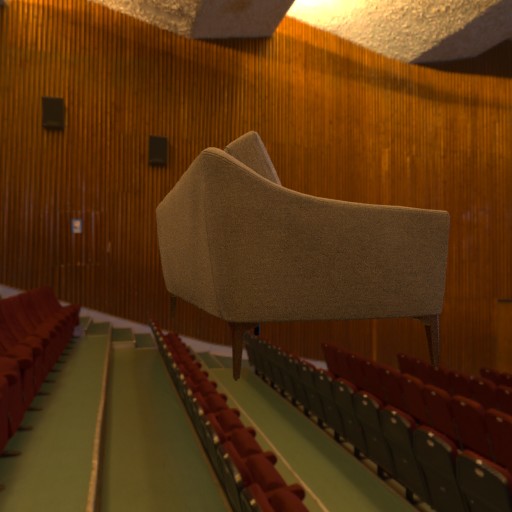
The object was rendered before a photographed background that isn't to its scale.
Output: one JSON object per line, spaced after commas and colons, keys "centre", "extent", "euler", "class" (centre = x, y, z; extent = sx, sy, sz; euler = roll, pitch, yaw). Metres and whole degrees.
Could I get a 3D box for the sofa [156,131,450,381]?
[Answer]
{"centre": [0.000, 0.000, 2.556], "extent": [0.980, 0.913, 2.036], "euler": [0, -1, -18], "class": "sofa"}
